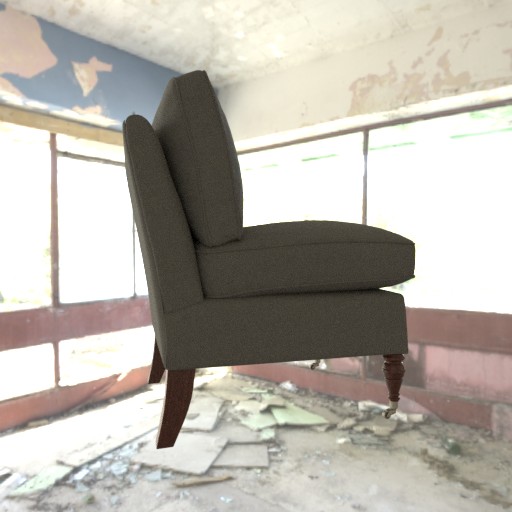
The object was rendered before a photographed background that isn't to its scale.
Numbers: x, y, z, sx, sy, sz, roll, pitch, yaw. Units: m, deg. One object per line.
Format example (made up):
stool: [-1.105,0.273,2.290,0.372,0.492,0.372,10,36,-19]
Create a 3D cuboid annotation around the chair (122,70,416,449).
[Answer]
chair: [0.000,0.000,1.623,0.924,1.045,0.724,0,1,-16]
